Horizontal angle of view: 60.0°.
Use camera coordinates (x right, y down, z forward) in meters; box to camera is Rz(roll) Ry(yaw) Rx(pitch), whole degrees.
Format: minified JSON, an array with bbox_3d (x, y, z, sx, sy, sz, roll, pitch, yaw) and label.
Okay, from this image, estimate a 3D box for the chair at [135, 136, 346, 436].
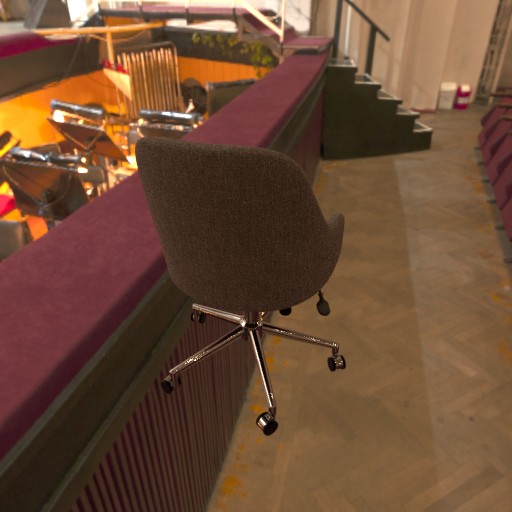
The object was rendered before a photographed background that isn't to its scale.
[{"bbox_3d":[0.000,0.000,1.467,0.671,0.950,0.712,10,33,16],"label":"chair"}]
